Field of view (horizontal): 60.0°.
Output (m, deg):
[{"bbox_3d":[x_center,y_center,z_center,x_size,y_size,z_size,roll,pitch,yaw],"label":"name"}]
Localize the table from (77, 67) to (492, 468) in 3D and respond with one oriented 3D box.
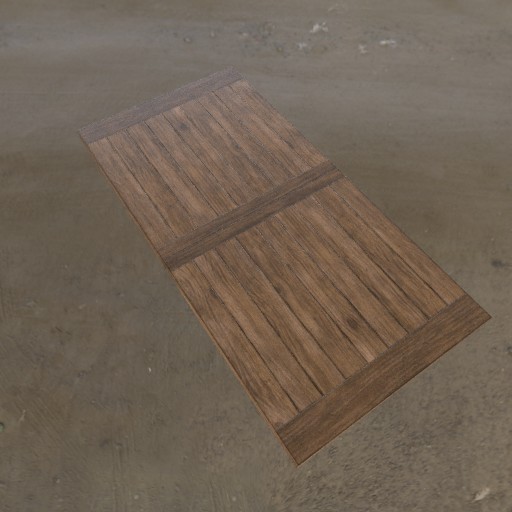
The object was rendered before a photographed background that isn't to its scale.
[{"bbox_3d":[0.000,0.000,2.298,0.931,0.757,1.867,-30,63,-17],"label":"table"}]
